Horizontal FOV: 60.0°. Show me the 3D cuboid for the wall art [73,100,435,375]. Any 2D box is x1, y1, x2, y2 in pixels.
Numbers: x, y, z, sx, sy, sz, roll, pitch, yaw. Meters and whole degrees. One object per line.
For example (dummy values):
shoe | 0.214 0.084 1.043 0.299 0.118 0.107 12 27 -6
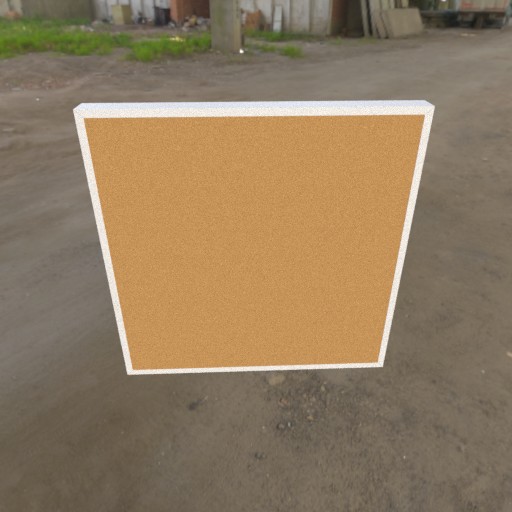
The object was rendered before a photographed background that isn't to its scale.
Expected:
wall art | 0.000 0.000 0.461 0.304 0.304 0.024 -1 31 -2
